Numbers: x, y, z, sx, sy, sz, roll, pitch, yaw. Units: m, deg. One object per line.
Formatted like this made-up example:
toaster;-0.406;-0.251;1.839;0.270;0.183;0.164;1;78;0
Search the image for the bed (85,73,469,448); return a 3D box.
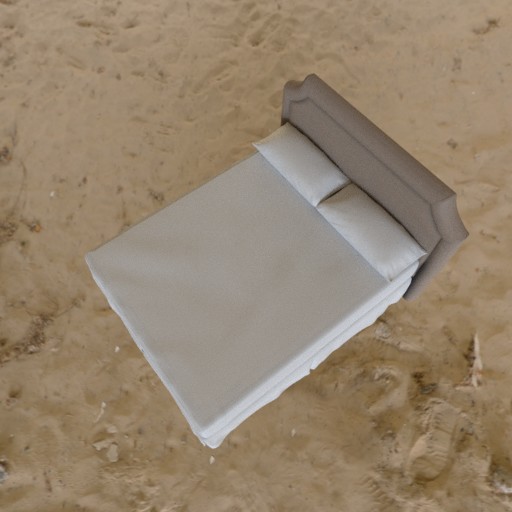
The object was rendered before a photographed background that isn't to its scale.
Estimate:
bed;0.000;0.000;3.297;2.164;1.303;1.828;-34;68;-16
